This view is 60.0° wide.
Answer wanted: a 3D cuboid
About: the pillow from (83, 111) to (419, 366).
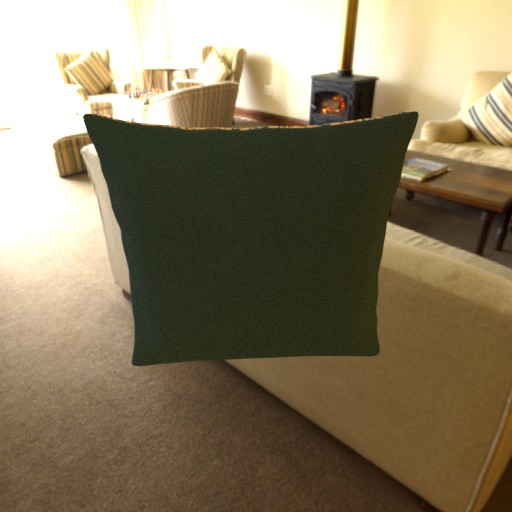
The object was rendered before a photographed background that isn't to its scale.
[{"bbox_3d":[0.000,0.000,0.807,0.523,0.510,0.166,-1,29,-2],"label":"pillow"}]
